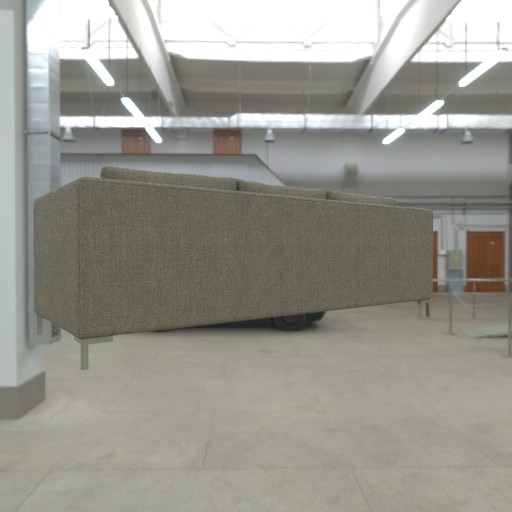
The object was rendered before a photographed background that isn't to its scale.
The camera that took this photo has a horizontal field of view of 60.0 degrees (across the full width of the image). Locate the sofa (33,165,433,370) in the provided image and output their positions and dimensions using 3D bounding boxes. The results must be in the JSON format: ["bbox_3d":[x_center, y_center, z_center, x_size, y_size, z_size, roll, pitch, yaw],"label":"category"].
[{"bbox_3d":[0.000,0.000,2.818,2.415,0.867,0.969,-1,1,-36],"label":"sofa"}]
